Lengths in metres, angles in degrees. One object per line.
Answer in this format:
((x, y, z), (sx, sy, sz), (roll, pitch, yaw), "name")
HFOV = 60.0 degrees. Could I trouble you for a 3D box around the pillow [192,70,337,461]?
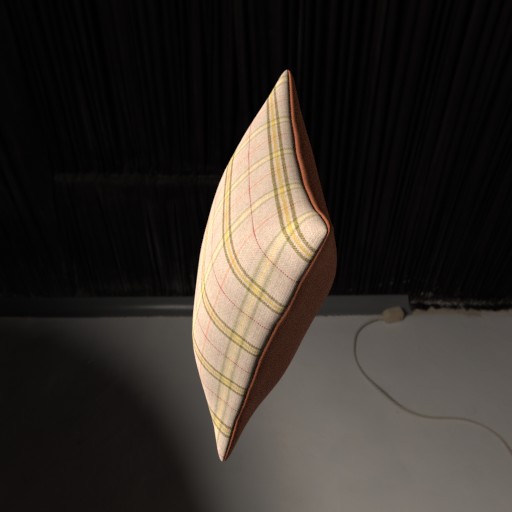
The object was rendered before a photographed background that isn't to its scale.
((0.000, 0.000, 0.695), (0.200, 0.430, 0.453), (-1, 40, -1), "pillow")
